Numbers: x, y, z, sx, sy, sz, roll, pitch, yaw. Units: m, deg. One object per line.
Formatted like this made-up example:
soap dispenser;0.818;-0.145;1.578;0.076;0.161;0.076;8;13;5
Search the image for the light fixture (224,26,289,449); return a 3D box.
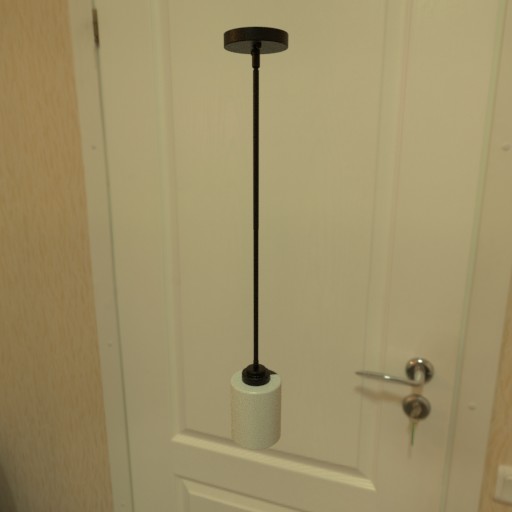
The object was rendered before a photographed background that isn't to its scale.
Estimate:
light fixture;0.000;0.000;0.944;0.123;0.863;0.123;-2;14;-9
